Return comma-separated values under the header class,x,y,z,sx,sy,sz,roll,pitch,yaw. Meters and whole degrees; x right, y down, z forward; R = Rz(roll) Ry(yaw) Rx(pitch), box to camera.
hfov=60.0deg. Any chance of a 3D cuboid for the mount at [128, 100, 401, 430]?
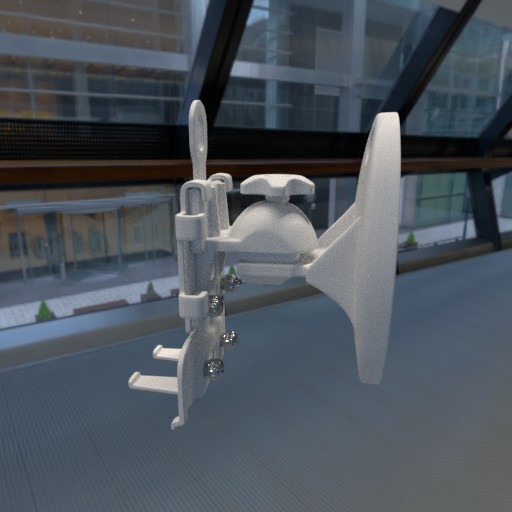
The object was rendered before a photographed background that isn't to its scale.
class,x,y,z,sx,sy,sz,roll,pitch,yaw
mount,0.000,0.000,0.176,0.100,0.118,0.066,2,15,9
